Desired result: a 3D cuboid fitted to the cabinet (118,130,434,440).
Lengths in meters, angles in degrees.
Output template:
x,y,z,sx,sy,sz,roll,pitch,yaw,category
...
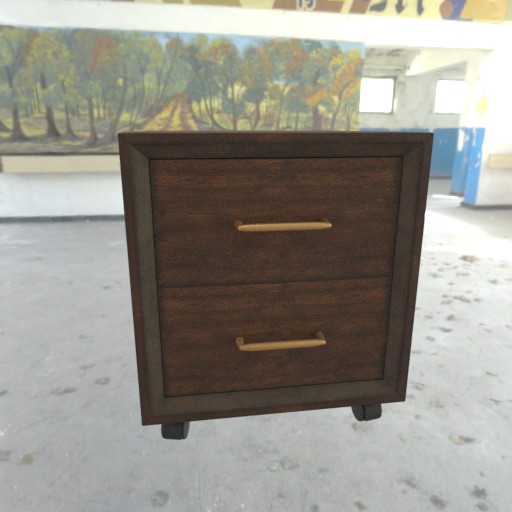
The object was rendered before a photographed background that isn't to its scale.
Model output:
x,y,z,sx,sy,sz,roll,pitch,yaw,category
0.000,0.000,0.840,0.402,0.455,0.500,-2,16,-8,cabinet
